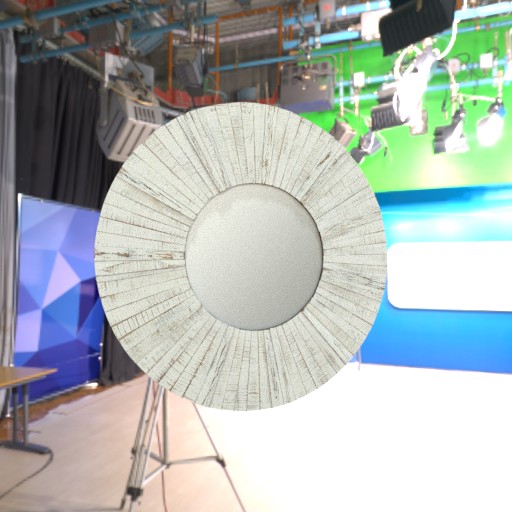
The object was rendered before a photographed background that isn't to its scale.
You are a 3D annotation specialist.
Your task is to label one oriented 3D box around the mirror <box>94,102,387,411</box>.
[{"bbox_3d":[0.000,0.000,1.335,0.914,0.914,0.038,0,-1,-19],"label":"mirror"}]
